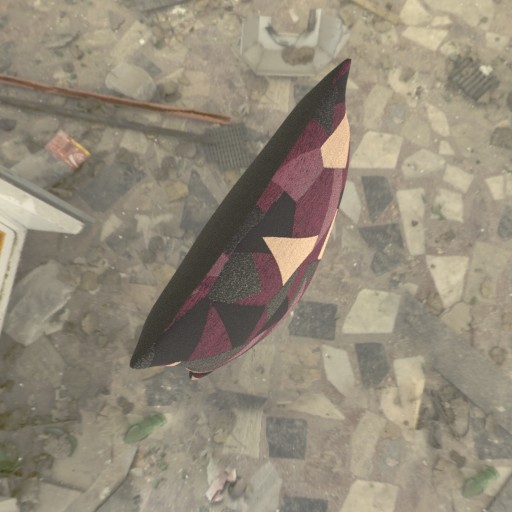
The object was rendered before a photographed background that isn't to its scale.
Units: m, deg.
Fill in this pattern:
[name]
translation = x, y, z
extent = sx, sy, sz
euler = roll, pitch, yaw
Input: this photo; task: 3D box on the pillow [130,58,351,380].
[pillow]
translation = 0.000, 0.000, 0.776
extent = 0.208, 0.496, 0.503
euler = 32, 77, 8
